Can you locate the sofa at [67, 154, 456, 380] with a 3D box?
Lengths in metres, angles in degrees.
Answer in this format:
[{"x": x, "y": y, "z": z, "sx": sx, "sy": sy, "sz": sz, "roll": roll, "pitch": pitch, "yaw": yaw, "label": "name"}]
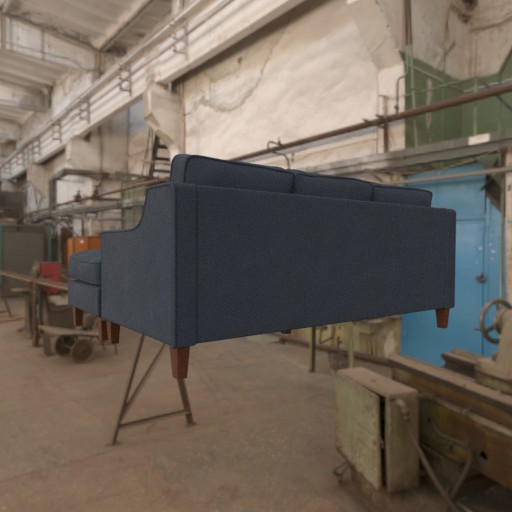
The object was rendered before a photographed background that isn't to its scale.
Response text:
[{"x": 0.000, "y": 0.000, "z": 3.346, "sx": 2.317, "sy": 1.066, "sz": 1.858, "roll": -1, "pitch": 1, "yaw": -36, "label": "sofa"}]
